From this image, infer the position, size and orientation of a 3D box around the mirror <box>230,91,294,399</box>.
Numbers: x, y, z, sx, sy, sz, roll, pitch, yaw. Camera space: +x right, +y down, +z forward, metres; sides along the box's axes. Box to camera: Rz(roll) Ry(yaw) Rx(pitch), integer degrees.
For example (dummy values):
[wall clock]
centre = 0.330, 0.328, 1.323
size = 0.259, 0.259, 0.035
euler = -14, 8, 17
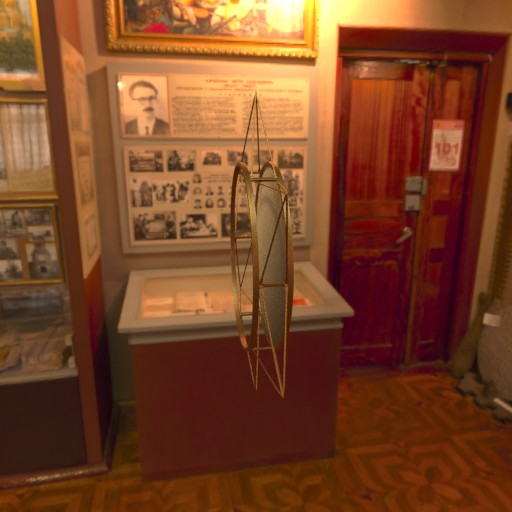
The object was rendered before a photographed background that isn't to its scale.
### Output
[mirror]
centre = 0.000, 0.000, 0.831
size = 0.062, 0.581, 0.498
euler = -2, 15, -9
